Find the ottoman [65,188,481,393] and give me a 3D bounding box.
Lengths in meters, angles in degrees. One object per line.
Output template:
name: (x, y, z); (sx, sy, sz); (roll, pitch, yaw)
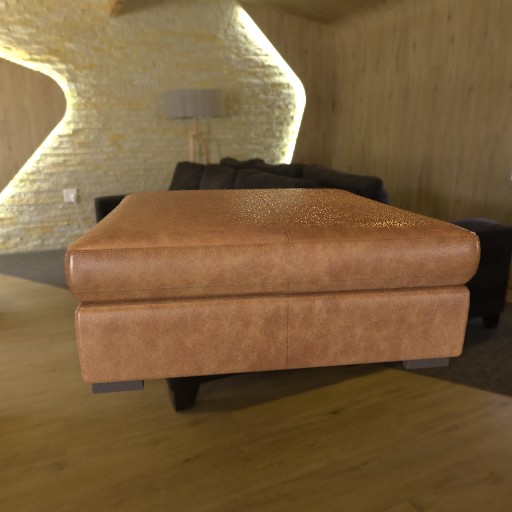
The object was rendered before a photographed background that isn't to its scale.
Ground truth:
ottoman: (0.000, 0.000, 1.797); (1.168, 0.483, 1.169); (-2, 15, -8)
